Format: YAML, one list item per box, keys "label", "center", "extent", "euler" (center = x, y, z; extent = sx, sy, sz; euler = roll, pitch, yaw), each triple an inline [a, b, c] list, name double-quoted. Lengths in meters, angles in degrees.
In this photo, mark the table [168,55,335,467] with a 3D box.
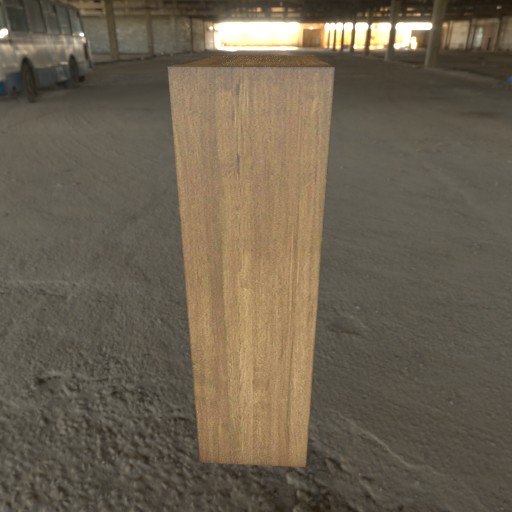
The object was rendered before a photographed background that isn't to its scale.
- label: "table"
  center: [0.000, 0.000, 2.465]
  extent: [0.600, 2.000, 1.100]
  euler: [1, 26, 3]
